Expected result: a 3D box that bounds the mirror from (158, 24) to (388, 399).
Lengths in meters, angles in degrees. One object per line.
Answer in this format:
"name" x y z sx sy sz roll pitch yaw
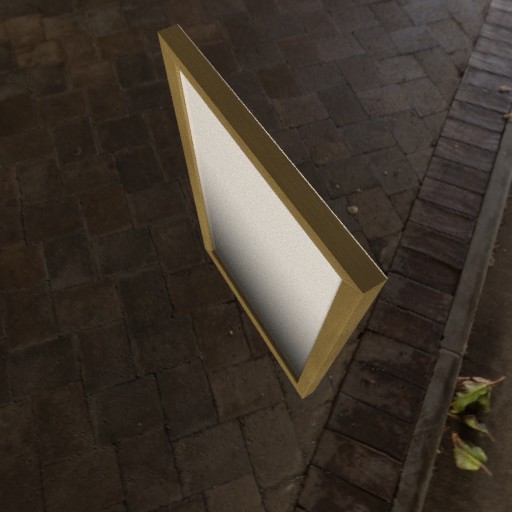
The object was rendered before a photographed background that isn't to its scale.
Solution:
"mirror" 0.000 0.000 0.903 0.040 0.710 0.507 -29 67 -14
